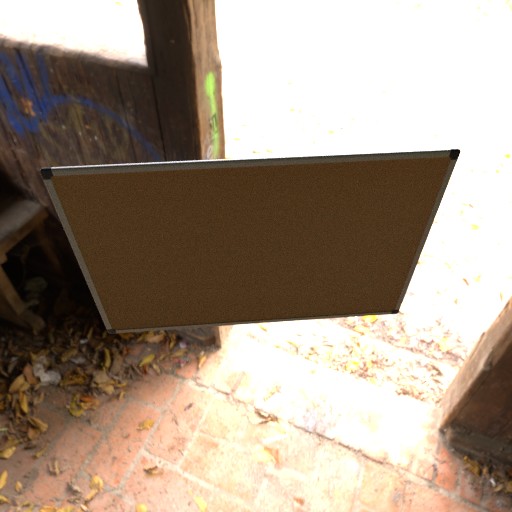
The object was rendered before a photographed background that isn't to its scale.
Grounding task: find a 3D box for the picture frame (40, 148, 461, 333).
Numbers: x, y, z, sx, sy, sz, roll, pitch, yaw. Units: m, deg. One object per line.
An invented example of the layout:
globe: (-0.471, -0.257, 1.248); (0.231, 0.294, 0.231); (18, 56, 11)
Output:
picture frame: (0.000, 0.000, 1.157); (0.900, 0.600, 0.010); (-3, 46, -3)
